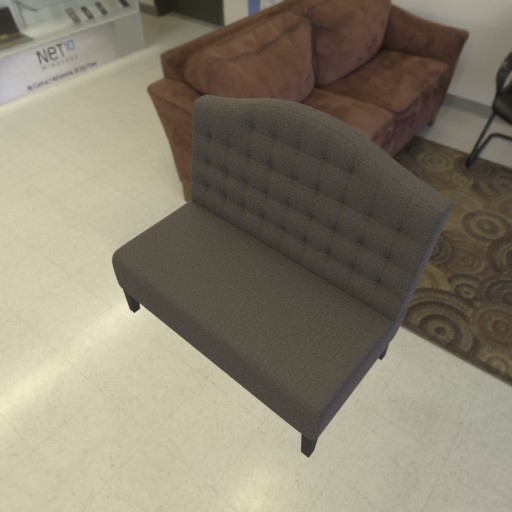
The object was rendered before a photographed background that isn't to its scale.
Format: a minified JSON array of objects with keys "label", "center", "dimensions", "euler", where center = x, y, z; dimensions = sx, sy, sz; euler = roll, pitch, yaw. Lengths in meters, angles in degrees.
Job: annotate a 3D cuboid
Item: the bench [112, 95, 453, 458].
[{"label":"bench","center":[0.000,0.000,2.091],"dimensions":[1.335,1.180,0.815],"euler":[32,54,27]}]
